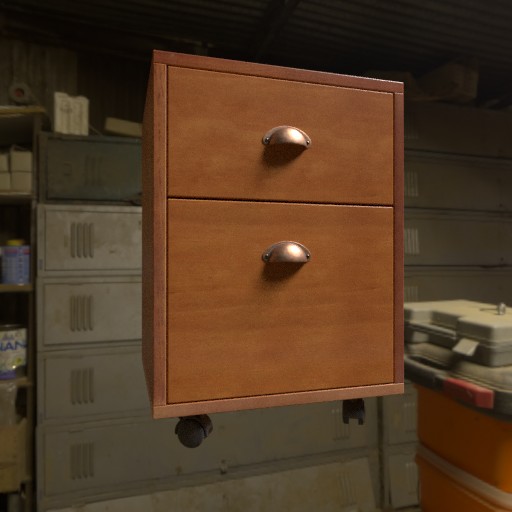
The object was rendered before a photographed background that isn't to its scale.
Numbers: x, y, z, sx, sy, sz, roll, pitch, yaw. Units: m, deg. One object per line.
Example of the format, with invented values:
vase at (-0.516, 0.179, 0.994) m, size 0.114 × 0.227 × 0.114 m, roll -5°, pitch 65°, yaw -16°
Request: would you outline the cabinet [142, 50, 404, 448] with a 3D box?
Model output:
cabinet at (0.000, 0.000, 0.852) m, size 0.409 × 0.579 × 0.401 m, roll 0°, pitch 0°, yaw -17°
